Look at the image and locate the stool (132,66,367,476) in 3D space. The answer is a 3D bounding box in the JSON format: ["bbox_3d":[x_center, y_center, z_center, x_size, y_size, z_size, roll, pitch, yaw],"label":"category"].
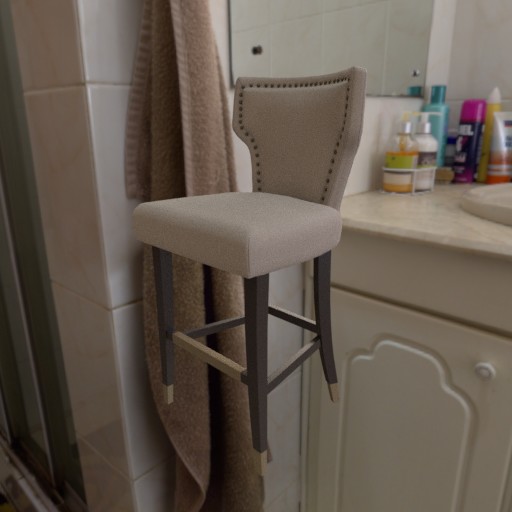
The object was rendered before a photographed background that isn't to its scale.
[{"bbox_3d":[0.000,0.000,1.389,0.563,1.092,0.526,-16,23,-42],"label":"stool"}]
